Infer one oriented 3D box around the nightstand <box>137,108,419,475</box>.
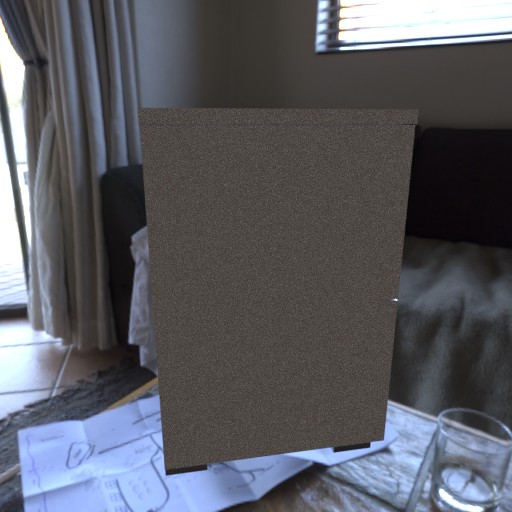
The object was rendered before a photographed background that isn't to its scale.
[{"bbox_3d":[0.000,0.000,0.749,0.325,0.460,0.441,-3,17,-10],"label":"nightstand"}]
